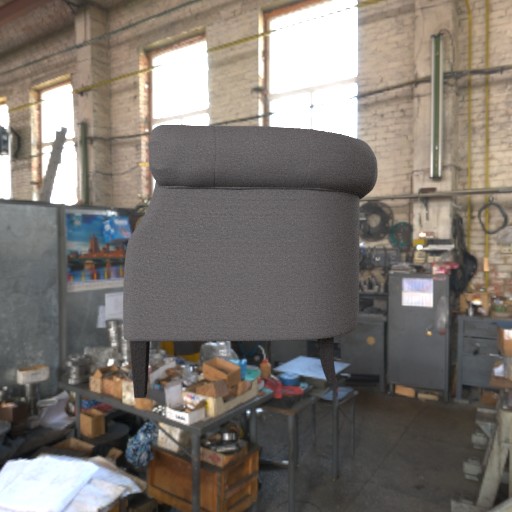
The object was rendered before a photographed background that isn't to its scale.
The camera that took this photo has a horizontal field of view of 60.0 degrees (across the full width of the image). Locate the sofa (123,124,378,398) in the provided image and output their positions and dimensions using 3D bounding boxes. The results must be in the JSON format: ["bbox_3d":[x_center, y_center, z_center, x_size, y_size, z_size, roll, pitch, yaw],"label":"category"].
[{"bbox_3d":[0.000,0.000,2.024,0.835,0.827,1.558,0,1,-1],"label":"sofa"}]
